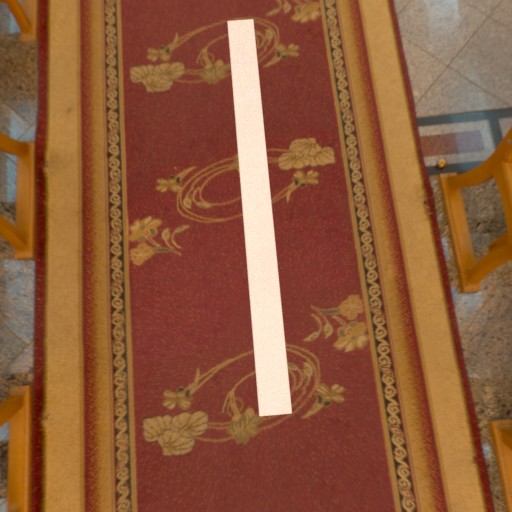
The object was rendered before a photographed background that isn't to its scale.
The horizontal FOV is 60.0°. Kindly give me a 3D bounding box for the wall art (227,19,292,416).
[{"bbox_3d":[0.000,0.000,0.832,0.037,0.606,0.508,-5,76,-1],"label":"wall art"}]
